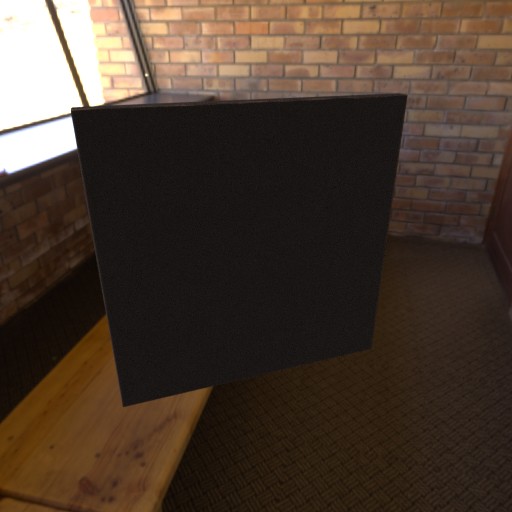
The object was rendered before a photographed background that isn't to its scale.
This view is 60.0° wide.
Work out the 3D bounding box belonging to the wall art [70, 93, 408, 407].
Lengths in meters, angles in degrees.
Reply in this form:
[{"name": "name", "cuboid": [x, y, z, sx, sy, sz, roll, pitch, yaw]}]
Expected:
[{"name": "wall art", "cuboid": [0.000, 0.000, 0.455, 0.304, 0.303, 0.015, -9, 27, -17]}]
